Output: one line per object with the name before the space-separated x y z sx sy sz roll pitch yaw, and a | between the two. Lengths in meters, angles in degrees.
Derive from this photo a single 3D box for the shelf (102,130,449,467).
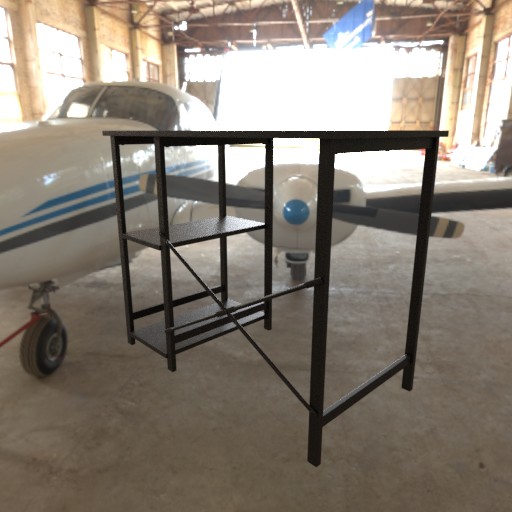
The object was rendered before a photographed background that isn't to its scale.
shelf | 0.000 0.000 1.376 0.498 0.749 0.902 -15 21 -42
